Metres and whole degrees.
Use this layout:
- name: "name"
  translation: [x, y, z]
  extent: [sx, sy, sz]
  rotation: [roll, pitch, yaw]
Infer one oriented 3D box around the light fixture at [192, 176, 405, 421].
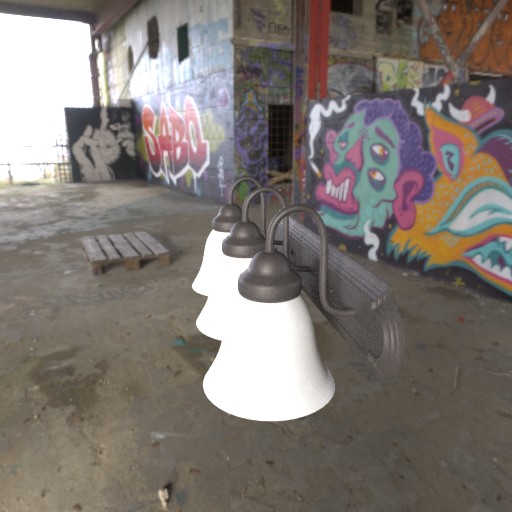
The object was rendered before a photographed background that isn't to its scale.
- name: "light fixture"
  translation: [0.000, 0.000, 0.715]
  extent: [0.199, 0.222, 0.610]
  rotation: [-3, 15, -10]
